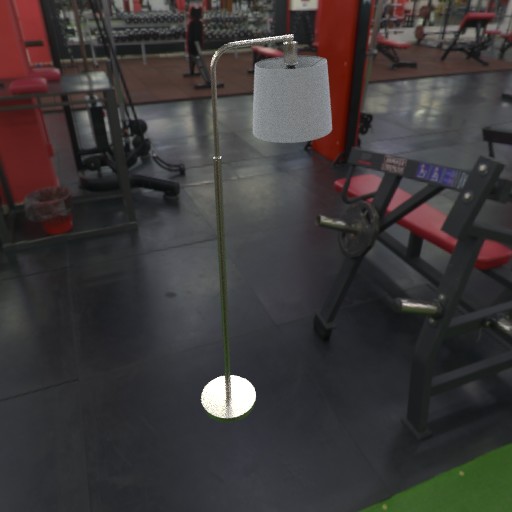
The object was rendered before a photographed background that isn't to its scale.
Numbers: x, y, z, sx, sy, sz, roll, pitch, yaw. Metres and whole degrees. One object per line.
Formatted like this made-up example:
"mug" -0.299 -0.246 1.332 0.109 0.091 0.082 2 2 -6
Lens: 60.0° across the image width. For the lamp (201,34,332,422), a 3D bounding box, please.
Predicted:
"lamp" 0.000 0.000 1.655 0.508 1.478 0.254 -11 33 -17
